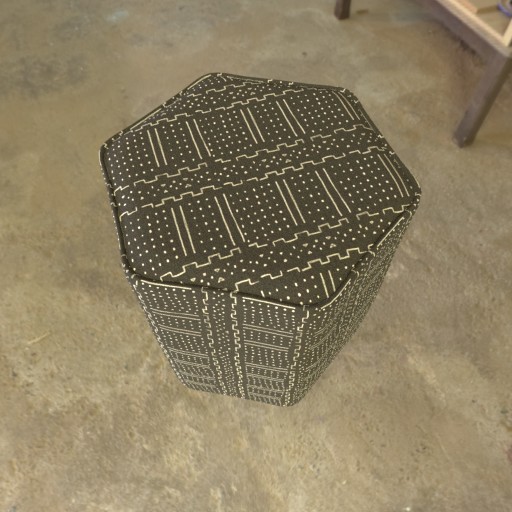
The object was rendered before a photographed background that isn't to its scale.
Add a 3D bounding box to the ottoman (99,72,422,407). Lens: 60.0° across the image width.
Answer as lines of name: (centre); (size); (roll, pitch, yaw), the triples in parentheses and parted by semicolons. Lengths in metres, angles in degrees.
ottoman: (0.000, 0.000, 0.860); (0.443, 0.502, 0.494); (-16, 59, -10)
